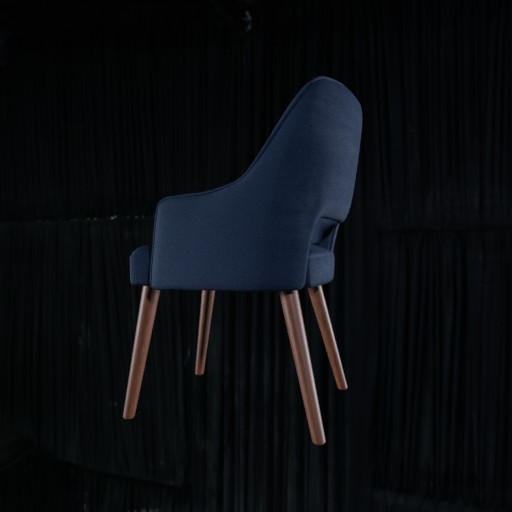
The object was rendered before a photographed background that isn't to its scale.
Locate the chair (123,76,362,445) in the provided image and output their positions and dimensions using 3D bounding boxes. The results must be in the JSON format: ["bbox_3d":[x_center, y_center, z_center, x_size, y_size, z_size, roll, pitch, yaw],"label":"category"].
[{"bbox_3d":[0.000,0.000,1.271,0.591,0.844,0.559,0,1,18],"label":"chair"}]
